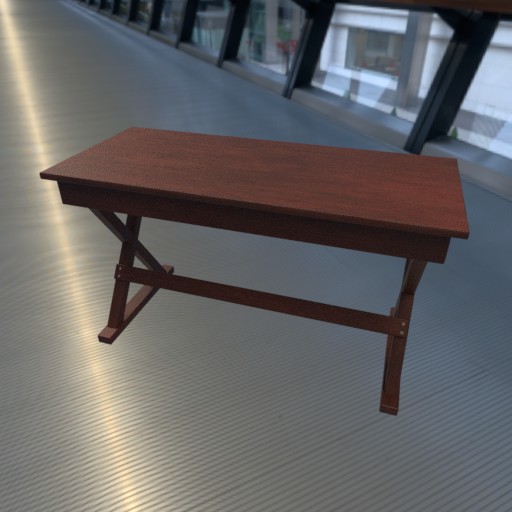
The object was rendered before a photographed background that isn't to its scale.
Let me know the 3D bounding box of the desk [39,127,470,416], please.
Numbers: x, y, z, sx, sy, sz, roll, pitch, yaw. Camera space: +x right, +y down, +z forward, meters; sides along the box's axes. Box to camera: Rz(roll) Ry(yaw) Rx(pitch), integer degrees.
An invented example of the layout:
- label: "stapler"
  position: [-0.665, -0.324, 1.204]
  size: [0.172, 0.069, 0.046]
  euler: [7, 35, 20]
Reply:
- label: "desk"
  position: [0.000, 0.000, 1.782]
  size: [1.372, 0.761, 0.600]
  euler: [10, 33, 15]
